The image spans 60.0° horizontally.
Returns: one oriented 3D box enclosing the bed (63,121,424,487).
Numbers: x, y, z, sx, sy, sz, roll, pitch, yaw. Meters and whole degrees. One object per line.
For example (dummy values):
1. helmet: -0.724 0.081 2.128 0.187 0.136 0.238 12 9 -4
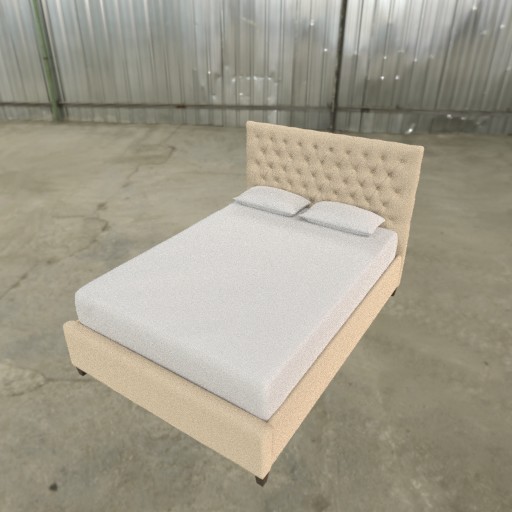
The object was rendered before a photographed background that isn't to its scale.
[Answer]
1. bed: 0.000 0.000 3.407 1.698 1.427 2.387 18 34 29
